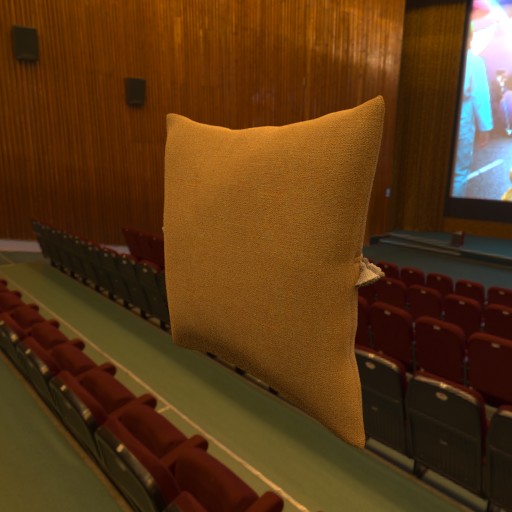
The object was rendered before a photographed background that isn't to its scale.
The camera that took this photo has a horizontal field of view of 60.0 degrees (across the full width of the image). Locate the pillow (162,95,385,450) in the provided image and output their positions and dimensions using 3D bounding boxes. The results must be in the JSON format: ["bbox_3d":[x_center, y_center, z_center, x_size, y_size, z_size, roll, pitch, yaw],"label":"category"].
[{"bbox_3d":[0.000,0.000,0.755,0.167,0.481,0.485,-13,19,-42],"label":"pillow"}]
